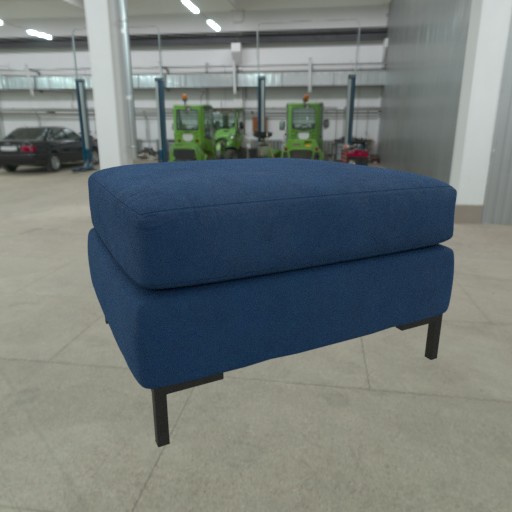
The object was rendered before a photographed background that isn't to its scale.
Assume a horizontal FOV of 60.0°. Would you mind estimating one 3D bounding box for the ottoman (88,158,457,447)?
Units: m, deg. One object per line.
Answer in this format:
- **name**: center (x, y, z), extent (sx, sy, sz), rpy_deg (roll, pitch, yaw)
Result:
- **ottoman**: center (0.000, 0.000, 1.179), extent (0.794, 0.485, 0.655), rpy_deg (-8, 19, -26)
